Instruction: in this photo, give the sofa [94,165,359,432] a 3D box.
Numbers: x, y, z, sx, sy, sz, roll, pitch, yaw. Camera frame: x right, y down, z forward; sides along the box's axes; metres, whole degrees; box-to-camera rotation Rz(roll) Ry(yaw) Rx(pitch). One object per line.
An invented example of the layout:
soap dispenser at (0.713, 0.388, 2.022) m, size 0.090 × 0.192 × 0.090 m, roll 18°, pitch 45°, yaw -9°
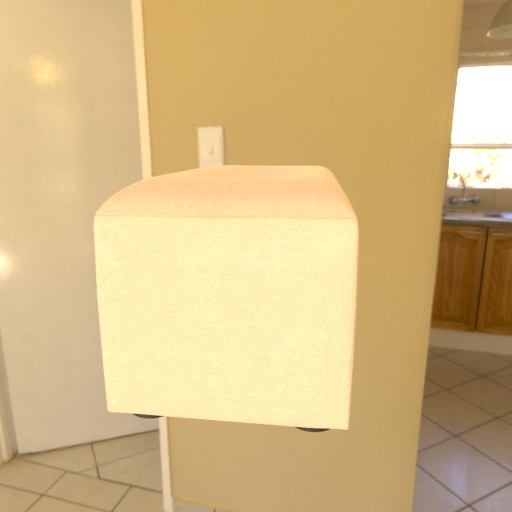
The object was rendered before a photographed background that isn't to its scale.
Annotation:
sofa at (0.000, 0.000, 1.223) m, size 0.480 × 0.470 × 0.930 m, roll 2°, pitch 14°, yaw 7°
